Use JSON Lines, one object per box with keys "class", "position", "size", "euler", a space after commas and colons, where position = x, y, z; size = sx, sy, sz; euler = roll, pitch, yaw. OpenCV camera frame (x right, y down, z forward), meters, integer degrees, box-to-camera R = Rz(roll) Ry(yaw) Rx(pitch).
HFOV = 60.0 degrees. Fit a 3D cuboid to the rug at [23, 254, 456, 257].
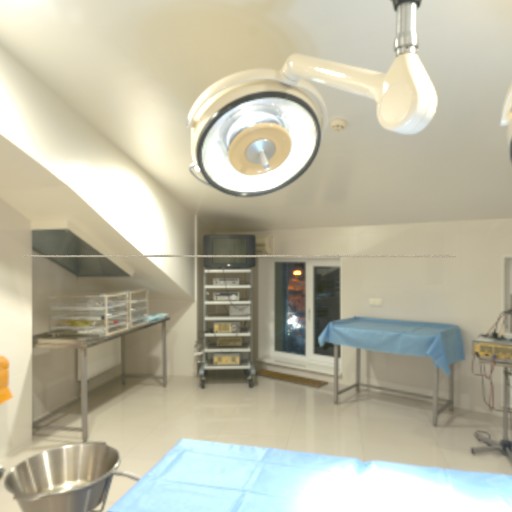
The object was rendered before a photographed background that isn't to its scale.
{"class": "rug", "position": [0.000, 0.000, 4.395], "size": [3.359, 0.020, 2.448], "euler": [0, 0, 18]}
